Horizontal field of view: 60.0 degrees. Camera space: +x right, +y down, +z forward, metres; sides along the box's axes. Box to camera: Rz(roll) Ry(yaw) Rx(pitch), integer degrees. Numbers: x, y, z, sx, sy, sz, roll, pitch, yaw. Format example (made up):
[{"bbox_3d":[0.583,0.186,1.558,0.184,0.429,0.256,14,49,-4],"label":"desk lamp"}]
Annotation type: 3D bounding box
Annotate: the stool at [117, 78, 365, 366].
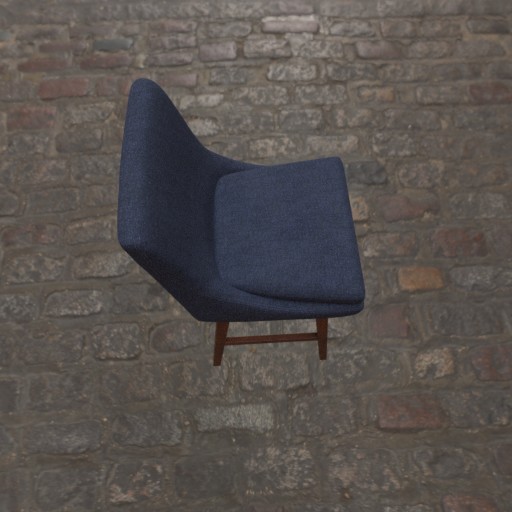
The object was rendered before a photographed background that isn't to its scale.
[{"bbox_3d":[0.000,0.000,1.402,0.572,1.068,0.489,-3,64,-1],"label":"stool"}]
